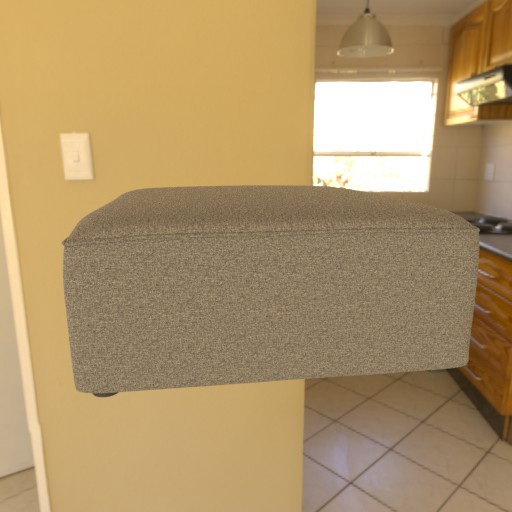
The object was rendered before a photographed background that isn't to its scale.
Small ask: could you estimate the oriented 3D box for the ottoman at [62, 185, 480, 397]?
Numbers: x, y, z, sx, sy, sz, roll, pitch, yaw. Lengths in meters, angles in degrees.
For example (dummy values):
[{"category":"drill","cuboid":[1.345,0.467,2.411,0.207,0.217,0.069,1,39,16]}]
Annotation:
[{"category":"ottoman","cuboid":[0.000,0.000,1.538,1.015,0.464,1.005,-2,13,-8]}]
